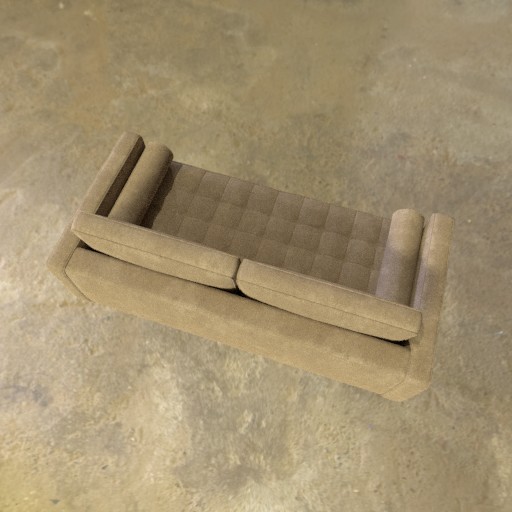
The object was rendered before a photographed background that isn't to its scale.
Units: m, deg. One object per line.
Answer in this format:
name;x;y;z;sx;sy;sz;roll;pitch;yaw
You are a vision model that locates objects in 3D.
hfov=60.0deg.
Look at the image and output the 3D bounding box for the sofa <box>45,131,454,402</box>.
sofa;0.000;0.000;2.348;1.883;0.769;0.920;16;65;8
